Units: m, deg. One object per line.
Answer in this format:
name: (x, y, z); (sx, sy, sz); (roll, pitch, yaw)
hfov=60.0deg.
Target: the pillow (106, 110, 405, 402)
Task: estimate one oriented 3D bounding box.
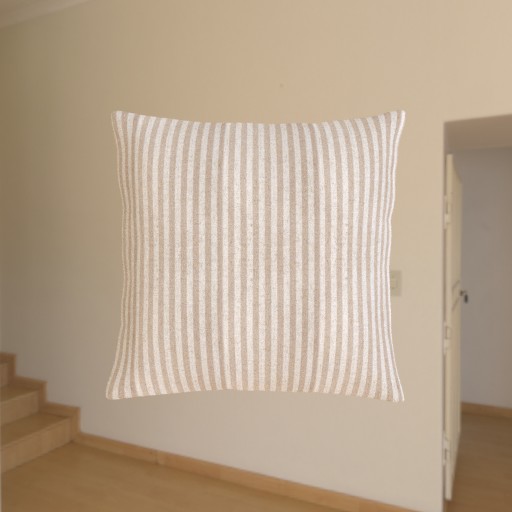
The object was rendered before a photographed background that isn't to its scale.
pillow: (0.000, 0.000, 0.777); (0.523, 0.510, 0.166); (0, 1, 0)
